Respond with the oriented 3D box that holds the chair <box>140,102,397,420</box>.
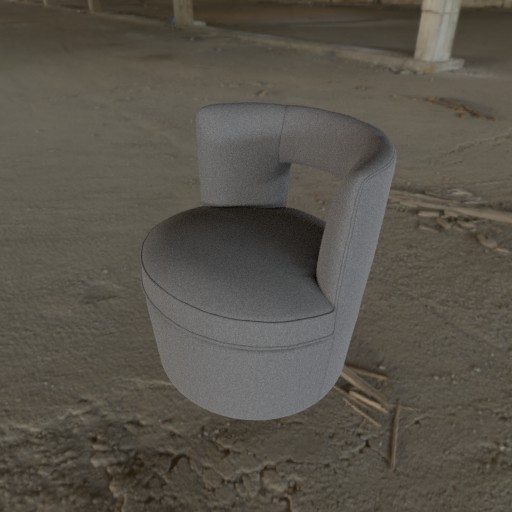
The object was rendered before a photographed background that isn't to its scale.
[{"bbox_3d":[0.000,0.000,1.289,0.660,0.719,0.689,-20,37,-29],"label":"chair"}]
